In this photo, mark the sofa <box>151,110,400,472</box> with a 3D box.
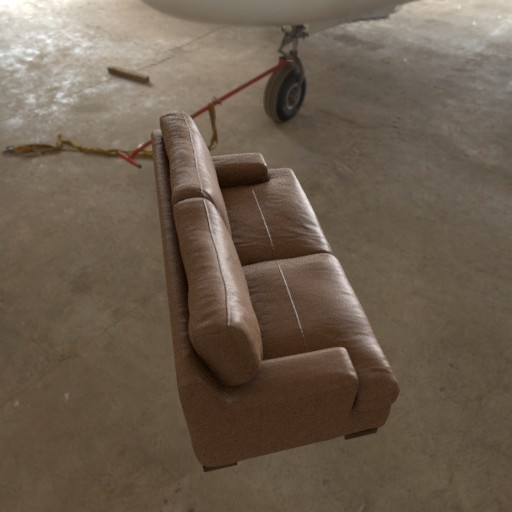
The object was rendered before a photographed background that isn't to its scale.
[{"bbox_3d":[0.000,0.000,2.453,0.962,0.980,1.855,-9,45,-9],"label":"sofa"}]
